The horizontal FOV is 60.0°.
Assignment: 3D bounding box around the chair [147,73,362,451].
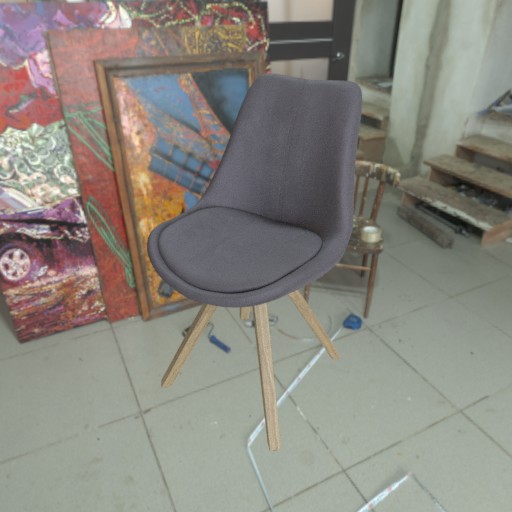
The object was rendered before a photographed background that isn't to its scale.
[{"bbox_3d":[0.000,0.000,1.227,0.483,0.865,0.547,19,36,29],"label":"chair"}]
